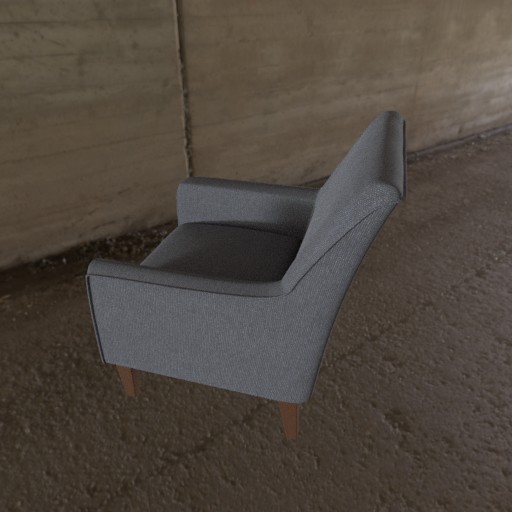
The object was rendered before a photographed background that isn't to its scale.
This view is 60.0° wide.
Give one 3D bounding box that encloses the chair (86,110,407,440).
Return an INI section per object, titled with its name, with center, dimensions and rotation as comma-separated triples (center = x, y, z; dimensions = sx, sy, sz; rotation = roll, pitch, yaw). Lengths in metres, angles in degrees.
[chair]
center = 0.000, 0.000, 1.595
dimensions = 0.899, 0.919, 0.780
rotation = 8, 32, 14
